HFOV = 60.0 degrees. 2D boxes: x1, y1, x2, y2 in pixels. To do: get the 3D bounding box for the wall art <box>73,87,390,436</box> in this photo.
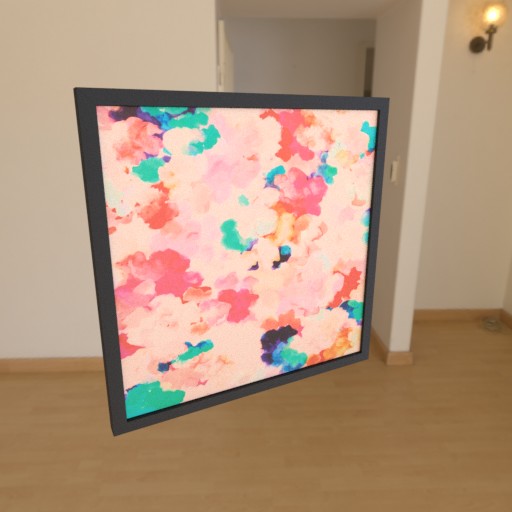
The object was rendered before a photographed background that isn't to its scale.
[{"bbox_3d":[0.000,0.000,0.442,0.306,0.304,0.015,-9,19,-26],"label":"wall art"}]
